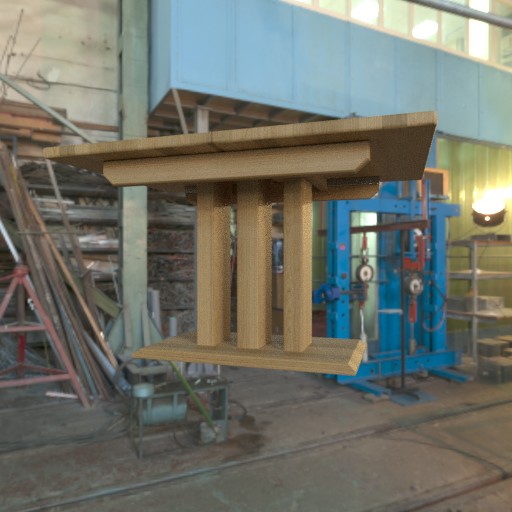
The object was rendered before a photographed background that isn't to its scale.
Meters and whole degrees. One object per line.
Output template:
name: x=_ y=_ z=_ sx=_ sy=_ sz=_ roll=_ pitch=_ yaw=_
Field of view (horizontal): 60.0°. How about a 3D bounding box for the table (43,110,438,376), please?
table: x=0.000 y=0.000 z=1.793 sx=1.300 sy=0.770 sz=0.900 roll=0 pitch=0 yaw=18
